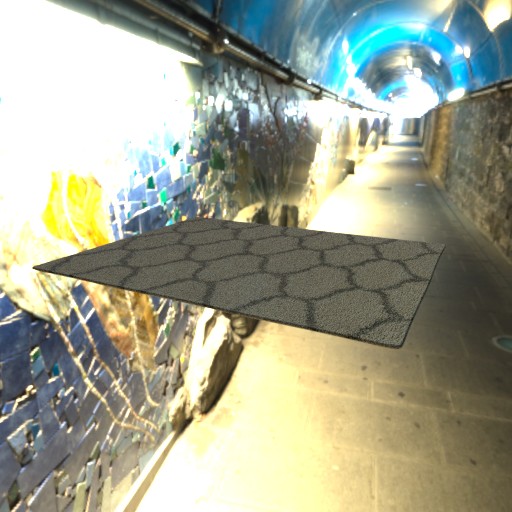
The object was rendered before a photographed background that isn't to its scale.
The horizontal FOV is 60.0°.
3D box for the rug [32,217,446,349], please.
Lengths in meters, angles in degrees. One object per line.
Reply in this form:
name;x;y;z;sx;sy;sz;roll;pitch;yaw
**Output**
rug;0.000;0.000;4.037;3.000;0.026;2.399;8;18;26
